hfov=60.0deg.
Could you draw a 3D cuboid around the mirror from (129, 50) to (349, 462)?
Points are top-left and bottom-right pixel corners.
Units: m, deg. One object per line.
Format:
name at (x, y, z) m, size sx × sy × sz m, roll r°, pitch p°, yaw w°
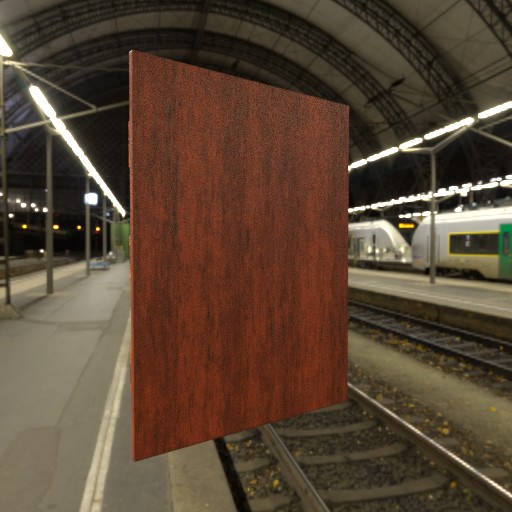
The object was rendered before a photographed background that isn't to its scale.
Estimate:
mirror at (0.000, 0.000, 1.046) m, size 0.600 × 0.805 × 0.021 m, roll -1°, pitch 2°, yaw -35°
